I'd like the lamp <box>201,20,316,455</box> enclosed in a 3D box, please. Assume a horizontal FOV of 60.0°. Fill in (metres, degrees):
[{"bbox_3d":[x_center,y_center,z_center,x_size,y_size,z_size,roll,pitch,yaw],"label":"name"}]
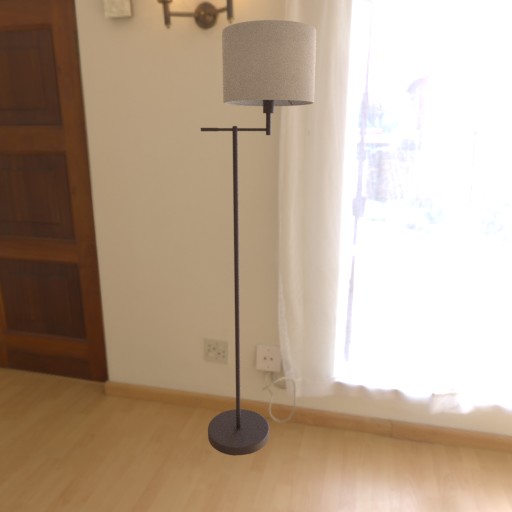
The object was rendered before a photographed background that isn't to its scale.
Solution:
[{"bbox_3d":[0.000,0.000,1.730,0.416,1.600,0.324,-3,15,-11],"label":"lamp"}]
